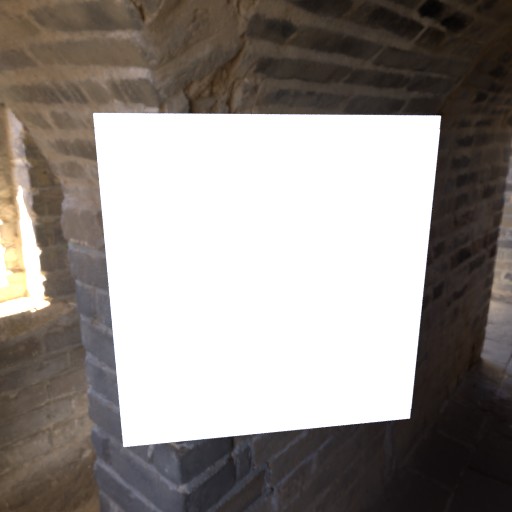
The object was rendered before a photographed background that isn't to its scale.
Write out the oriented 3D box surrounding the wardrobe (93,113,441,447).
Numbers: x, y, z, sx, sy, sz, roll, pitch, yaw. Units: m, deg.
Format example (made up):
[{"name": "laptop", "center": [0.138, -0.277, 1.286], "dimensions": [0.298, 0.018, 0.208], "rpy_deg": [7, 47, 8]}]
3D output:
[{"name": "wardrobe", "center": [0.000, 0.000, 0.884], "dimensions": [0.500, 0.520, 0.400], "rpy_deg": [-2, 15, -8]}]
